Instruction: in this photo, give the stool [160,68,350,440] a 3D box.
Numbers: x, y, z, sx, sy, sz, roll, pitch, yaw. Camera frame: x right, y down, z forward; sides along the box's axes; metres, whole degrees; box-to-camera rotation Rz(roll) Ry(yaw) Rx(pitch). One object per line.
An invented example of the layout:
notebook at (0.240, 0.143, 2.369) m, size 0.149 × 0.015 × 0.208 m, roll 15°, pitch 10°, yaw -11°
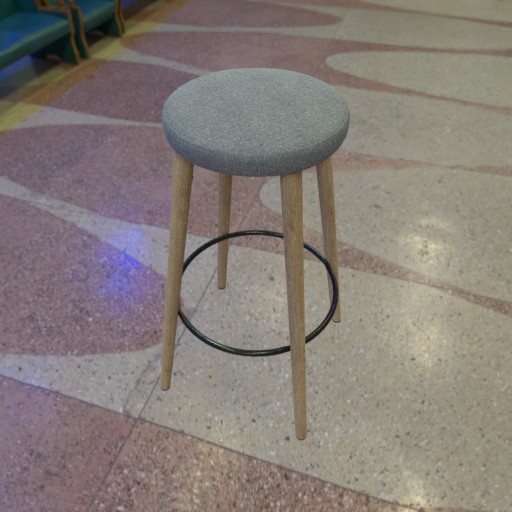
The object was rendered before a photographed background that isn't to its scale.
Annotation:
stool at (0.000, 0.000, 1.008) m, size 0.410 × 0.770 × 0.410 m, roll 15°, pitch 47°, yaw 14°
